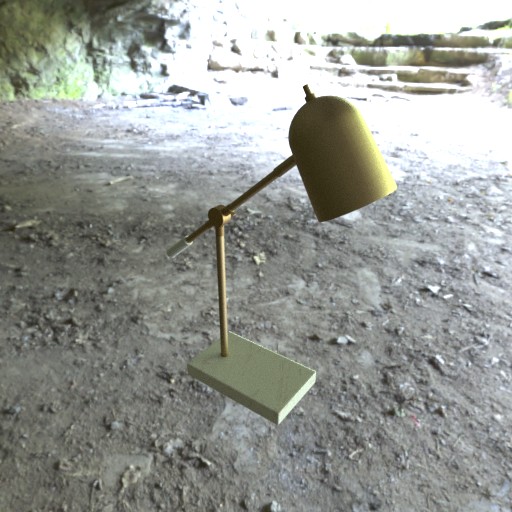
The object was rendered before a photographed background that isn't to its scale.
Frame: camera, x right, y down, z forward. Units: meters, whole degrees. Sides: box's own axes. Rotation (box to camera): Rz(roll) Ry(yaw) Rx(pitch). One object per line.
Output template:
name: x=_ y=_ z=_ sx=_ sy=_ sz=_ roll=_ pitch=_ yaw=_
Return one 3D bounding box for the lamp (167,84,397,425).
lamp: x=0.000 y=0.000 z=0.813 sx=0.471 sy=0.603 sz=0.144 roll=19 pitch=33 yaw=32
